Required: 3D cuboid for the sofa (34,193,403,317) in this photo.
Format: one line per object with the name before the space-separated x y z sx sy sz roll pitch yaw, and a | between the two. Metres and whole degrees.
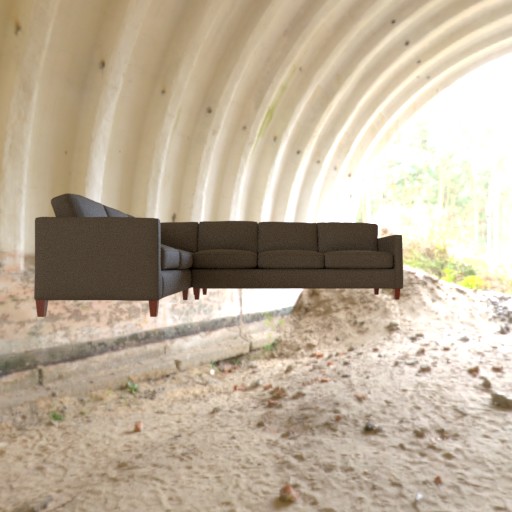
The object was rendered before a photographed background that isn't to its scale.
sofa | 0.000 0.000 4.509 3.302 0.947 2.593 0 -1 -1
